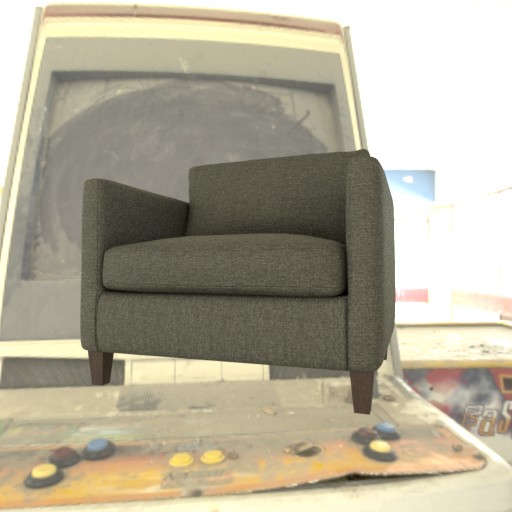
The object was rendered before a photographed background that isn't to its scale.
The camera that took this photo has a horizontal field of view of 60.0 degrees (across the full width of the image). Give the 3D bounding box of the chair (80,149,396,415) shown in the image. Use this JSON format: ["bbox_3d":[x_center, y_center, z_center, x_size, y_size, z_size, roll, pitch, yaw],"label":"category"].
[{"bbox_3d":[0.000,0.000,1.882,1.107,0.963,0.959,-1,-2,19],"label":"chair"}]
